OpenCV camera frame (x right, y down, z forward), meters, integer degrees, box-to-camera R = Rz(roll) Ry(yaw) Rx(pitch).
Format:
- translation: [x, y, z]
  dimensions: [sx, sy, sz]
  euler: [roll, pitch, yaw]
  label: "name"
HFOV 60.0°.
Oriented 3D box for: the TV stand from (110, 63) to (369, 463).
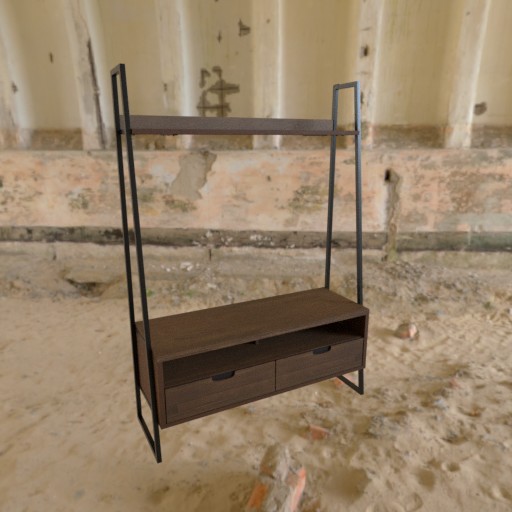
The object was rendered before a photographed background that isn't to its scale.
- translation: [0.000, 0.000, 2.302]
  dimensions: [1.250, 1.772, 0.432]
  euler: [-8, 17, -27]
  label: "TV stand"
